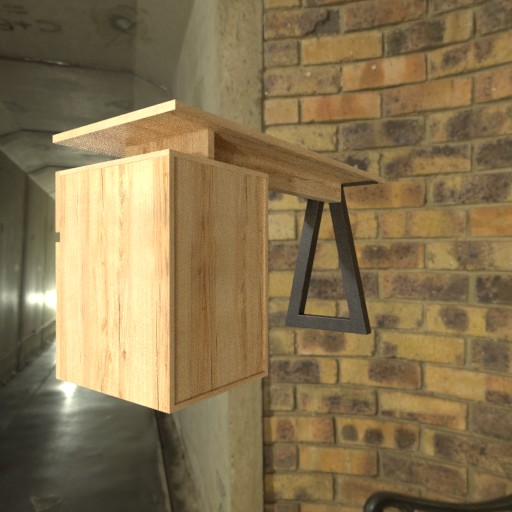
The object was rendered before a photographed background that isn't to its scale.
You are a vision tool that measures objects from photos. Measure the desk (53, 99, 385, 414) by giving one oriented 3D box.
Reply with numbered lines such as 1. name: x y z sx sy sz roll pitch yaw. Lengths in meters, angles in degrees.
1. desk: 0.000 0.000 1.791 0.550 0.760 1.400 0 0 36
